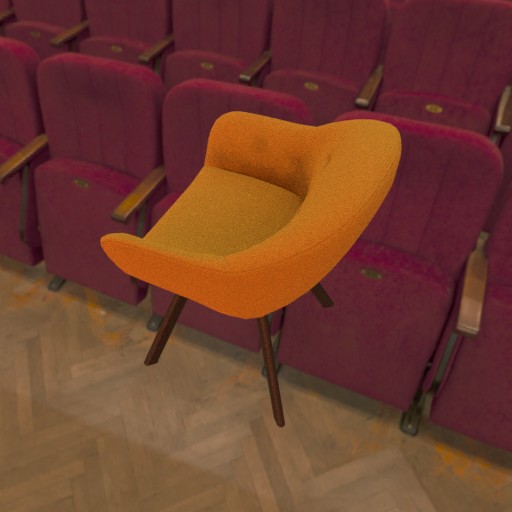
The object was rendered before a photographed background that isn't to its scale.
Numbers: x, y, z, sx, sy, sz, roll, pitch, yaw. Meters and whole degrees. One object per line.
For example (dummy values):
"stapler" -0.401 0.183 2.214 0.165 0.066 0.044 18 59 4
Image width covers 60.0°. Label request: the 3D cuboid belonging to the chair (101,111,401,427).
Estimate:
"chair" 0.000 0.000 1.150 0.565 0.775 0.545 18 50 16
